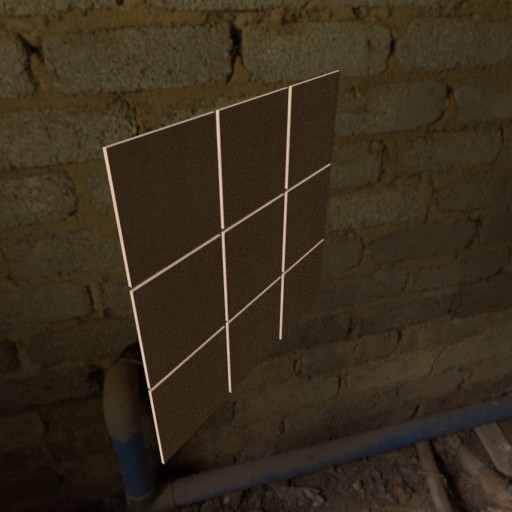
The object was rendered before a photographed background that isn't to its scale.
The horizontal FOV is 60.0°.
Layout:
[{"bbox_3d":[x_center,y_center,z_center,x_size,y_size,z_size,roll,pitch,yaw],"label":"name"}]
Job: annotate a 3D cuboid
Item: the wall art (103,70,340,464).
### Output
[{"bbox_3d":[0.000,0.000,1.768,0.013,1.218,1.219,20,38,29],"label":"wall art"}]
